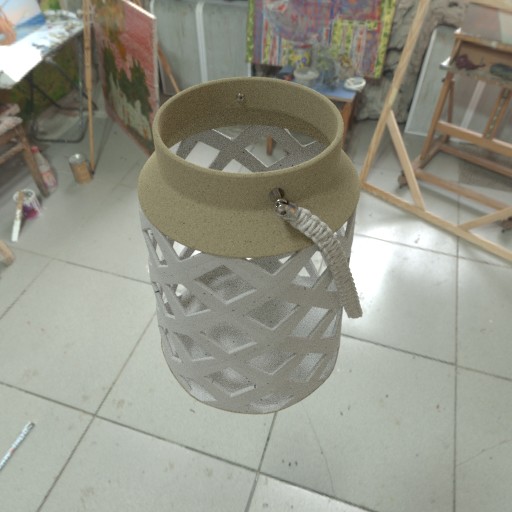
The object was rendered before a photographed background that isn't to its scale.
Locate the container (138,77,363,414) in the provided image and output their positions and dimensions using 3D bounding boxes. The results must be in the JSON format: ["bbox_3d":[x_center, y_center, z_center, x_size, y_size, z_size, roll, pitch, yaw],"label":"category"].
[{"bbox_3d":[0.000,0.000,0.336,0.172,0.229,0.163,-8,47,-8],"label":"container"}]
